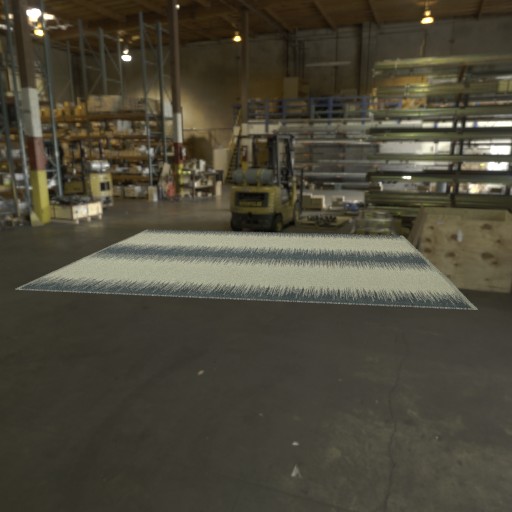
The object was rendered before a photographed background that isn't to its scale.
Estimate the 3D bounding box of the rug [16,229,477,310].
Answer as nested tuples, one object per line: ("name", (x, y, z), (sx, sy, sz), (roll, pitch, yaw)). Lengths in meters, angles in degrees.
("rug", (0.000, 0.000, 4.035), (3.037, 0.004, 2.453), (2, 13, 8))
